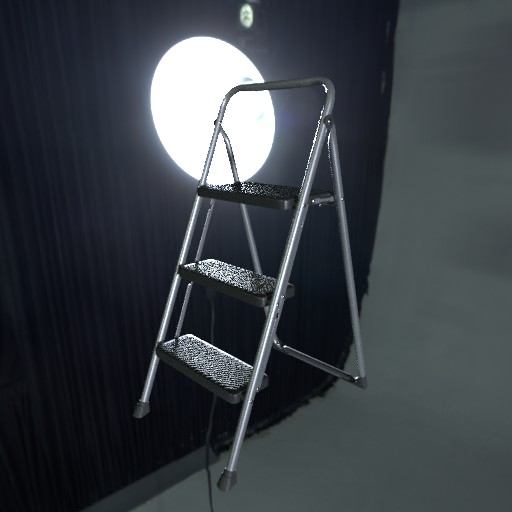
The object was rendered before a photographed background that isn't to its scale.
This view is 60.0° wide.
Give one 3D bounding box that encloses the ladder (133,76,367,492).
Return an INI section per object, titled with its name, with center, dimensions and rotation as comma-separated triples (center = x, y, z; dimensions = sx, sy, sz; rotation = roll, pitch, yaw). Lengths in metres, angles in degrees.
[ladder]
center = 0.000, 0.000, 1.265
dimensions = 0.629, 0.945, 0.430
rotation = -15, 22, -42
